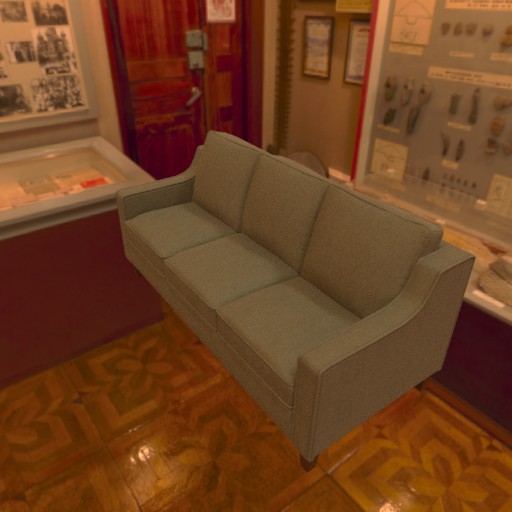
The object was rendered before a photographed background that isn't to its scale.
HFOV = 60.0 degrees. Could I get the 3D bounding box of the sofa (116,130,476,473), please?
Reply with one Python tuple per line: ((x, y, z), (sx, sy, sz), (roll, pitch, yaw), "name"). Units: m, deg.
((0.000, 0.000, 2.530), (0.911, 0.974, 1.986), (-20, 37, -30), "sofa")
